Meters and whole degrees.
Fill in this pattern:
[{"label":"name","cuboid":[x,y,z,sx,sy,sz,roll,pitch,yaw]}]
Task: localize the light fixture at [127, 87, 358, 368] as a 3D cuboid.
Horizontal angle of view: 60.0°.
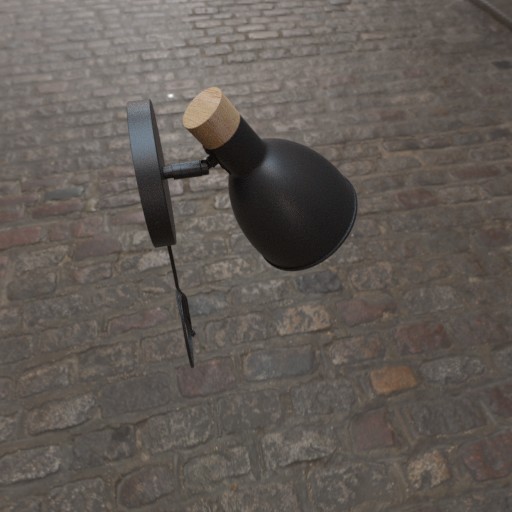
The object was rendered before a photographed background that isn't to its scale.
[{"label":"light fixture","cuboid":[0.000,0.000,0.499,0.203,0.401,0.127,-9,49,-8]}]
